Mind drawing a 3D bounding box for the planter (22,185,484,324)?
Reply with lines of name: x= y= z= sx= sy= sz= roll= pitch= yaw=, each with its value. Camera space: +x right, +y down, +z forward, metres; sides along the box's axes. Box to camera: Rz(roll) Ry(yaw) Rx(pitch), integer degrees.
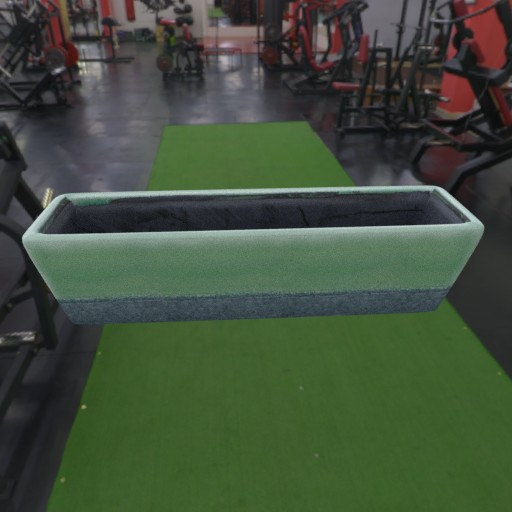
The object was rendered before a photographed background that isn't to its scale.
planter: x=0.000 y=0.000 z=0.305 sx=0.275 sy=0.072 sz=0.072 roll=-2 pitch=30 yaw=-3
